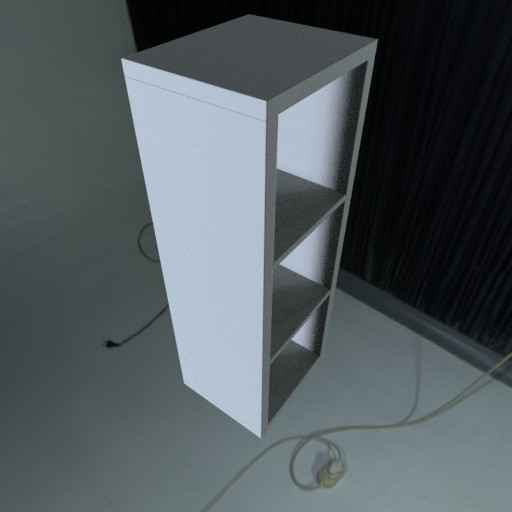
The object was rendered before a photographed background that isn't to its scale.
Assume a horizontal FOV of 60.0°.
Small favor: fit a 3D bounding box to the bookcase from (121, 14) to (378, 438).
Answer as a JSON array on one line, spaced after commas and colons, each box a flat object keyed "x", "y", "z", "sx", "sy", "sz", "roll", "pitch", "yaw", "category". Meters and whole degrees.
[{"x": 0.000, "y": 0.000, "z": 1.219, "sx": 0.330, "sy": 1.080, "sz": 0.390, "roll": 26, "pitch": 48, "yaw": 26, "category": "bookcase"}]
